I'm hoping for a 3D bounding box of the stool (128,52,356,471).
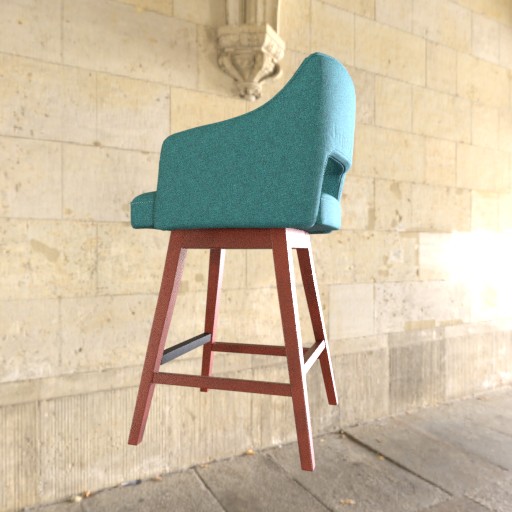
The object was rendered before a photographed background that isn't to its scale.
[{"bbox_3d":[0.000,0.000,1.272,0.556,0.961,0.548,0,1,17],"label":"stool"}]
